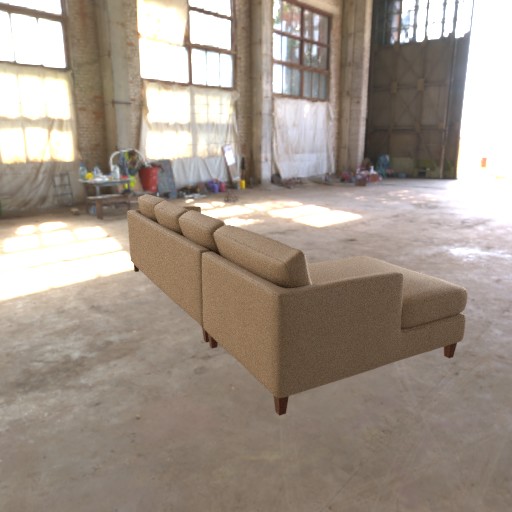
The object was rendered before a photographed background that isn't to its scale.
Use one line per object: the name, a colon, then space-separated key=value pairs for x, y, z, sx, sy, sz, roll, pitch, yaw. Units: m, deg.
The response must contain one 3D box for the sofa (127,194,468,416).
sofa: x=0.000 y=0.000 z=3.865 sx=1.502 sy=0.876 sz=3.201 roll=-8 pitch=16 yaw=-28
